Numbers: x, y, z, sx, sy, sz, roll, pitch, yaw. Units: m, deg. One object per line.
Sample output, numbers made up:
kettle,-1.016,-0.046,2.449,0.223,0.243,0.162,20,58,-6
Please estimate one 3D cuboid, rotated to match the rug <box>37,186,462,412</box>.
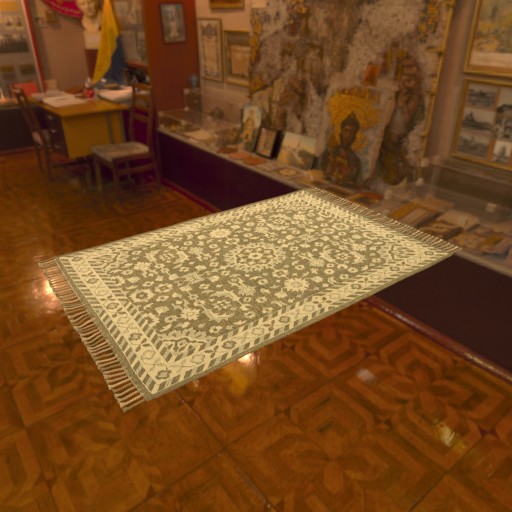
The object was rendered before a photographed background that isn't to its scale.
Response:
rug,0.000,0.000,2.963,2.431,0.025,1.530,-19,34,-31
